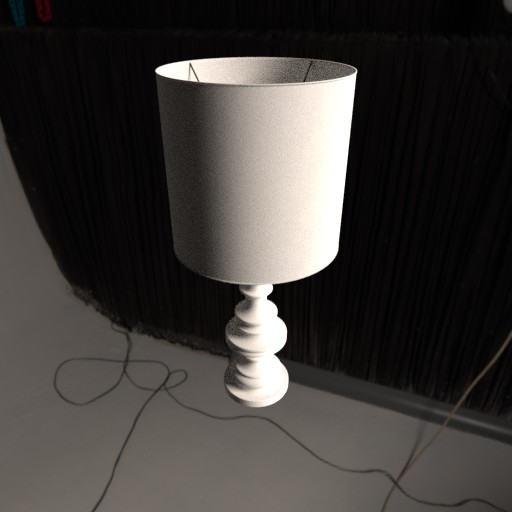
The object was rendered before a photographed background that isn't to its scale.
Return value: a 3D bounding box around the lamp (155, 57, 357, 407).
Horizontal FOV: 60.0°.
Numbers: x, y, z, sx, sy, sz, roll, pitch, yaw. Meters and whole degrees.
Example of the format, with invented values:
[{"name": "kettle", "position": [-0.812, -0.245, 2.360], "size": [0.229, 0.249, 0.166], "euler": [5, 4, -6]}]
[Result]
[{"name": "lamp", "position": [0.000, 0.000, 0.579], "size": [0.208, 0.455, 0.208], "euler": [11, 32, 18]}]
